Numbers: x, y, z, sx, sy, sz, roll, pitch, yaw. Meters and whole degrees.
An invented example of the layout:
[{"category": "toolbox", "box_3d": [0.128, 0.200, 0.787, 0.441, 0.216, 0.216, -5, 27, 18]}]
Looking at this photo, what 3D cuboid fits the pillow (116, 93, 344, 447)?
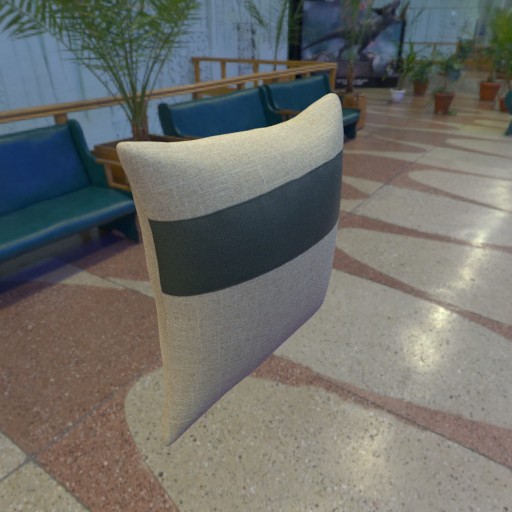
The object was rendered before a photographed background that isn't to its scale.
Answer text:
[{"category": "pillow", "box_3d": [0.000, 0.000, 0.634, 0.173, 0.399, 0.414, 19, 33, 32]}]
